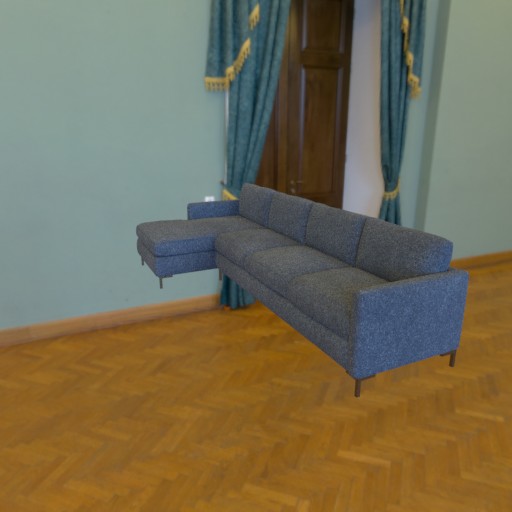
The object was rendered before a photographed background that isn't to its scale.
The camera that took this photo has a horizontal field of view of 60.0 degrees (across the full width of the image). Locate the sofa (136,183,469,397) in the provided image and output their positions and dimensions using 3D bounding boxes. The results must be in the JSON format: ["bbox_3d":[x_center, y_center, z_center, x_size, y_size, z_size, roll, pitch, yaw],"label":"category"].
[{"bbox_3d":[0.000,0.000,3.553,1.350,0.810,2.932,-8,19,-25],"label":"sofa"}]
